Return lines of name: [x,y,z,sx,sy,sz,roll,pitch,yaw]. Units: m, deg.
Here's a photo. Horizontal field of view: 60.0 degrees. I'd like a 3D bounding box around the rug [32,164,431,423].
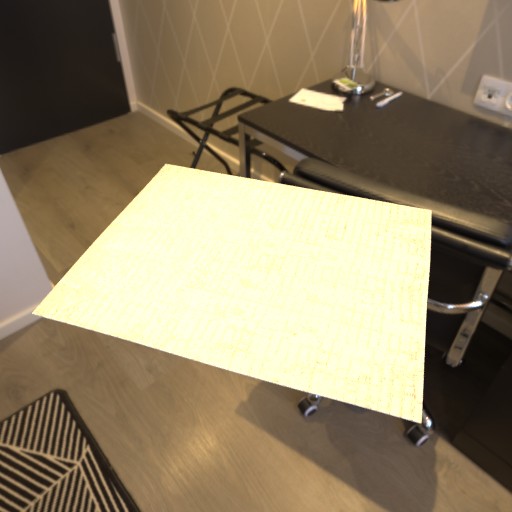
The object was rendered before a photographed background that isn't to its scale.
rug: [0.000,0.000,4.094,3.061,0.014,2.447,12,44,13]
